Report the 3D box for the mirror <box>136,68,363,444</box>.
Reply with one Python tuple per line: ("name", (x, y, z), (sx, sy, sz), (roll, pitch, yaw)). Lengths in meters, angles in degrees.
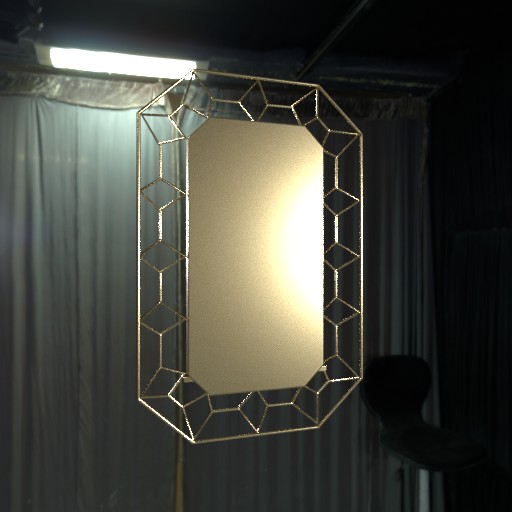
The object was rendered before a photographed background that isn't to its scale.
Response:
("mirror", (0.000, 0.000, 1.093), (0.572, 0.870, 0.051), (0, 0, -17))
